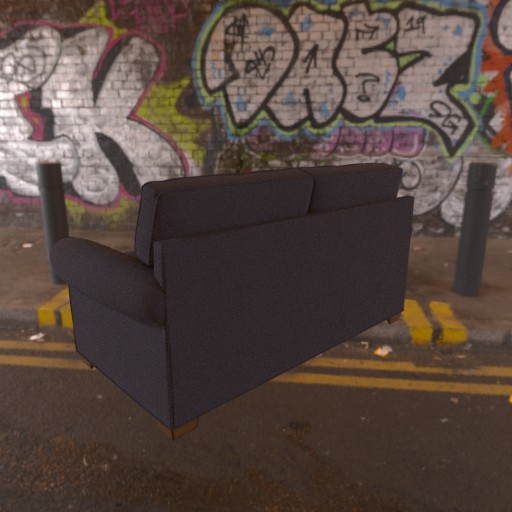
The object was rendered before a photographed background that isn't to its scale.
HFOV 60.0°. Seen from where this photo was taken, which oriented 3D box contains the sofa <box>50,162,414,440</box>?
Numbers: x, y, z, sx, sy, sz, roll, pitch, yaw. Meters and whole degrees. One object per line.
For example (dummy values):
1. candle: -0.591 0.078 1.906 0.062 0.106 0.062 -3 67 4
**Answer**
1. sofa: 0.000 0.000 2.537 2.009 1.031 0.951 -14 21 -41
